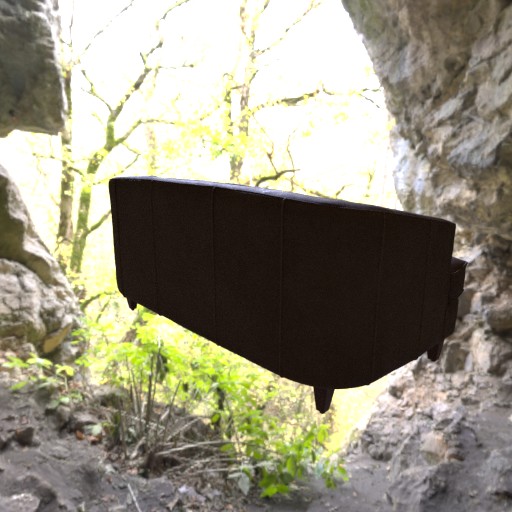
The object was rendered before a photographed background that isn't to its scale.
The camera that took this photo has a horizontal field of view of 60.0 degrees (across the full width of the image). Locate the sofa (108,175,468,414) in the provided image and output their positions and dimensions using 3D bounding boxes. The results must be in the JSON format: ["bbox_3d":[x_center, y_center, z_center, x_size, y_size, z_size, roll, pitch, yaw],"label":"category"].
[{"bbox_3d":[0.000,0.000,2.241,0.917,0.799,1.767,-13,19,-42],"label":"sofa"}]
